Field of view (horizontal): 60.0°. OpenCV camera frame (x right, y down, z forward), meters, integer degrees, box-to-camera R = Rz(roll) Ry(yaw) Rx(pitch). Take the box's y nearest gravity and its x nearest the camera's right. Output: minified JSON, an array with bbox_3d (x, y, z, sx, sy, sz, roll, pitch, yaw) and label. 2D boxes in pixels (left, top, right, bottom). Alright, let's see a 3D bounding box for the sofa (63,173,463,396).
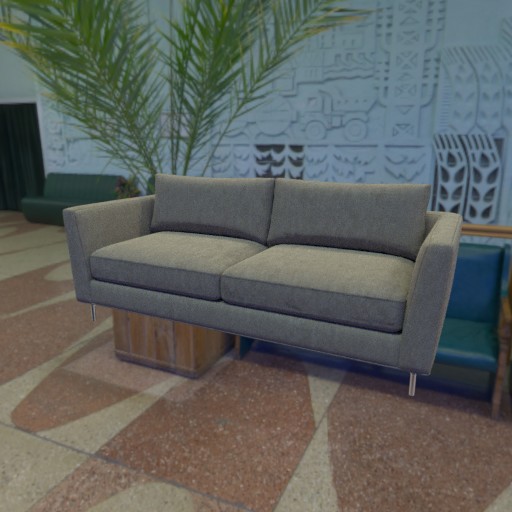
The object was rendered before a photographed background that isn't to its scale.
[{"bbox_3d":[0.000,0.000,2.576,2.121,0.864,0.889,7,16,25],"label":"sofa"}]
